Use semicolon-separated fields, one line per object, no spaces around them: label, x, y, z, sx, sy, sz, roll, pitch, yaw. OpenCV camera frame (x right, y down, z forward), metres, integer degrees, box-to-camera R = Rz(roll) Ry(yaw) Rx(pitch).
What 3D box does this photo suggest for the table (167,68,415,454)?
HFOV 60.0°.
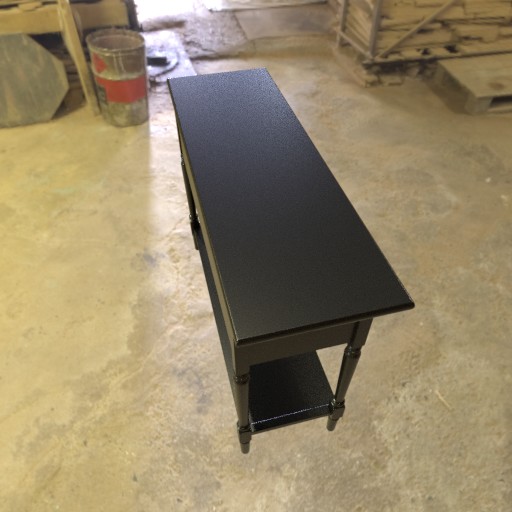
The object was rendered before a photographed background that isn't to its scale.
table;0.000;0.000;1.583;0.386;0.819;1.191;-11;47;-10
